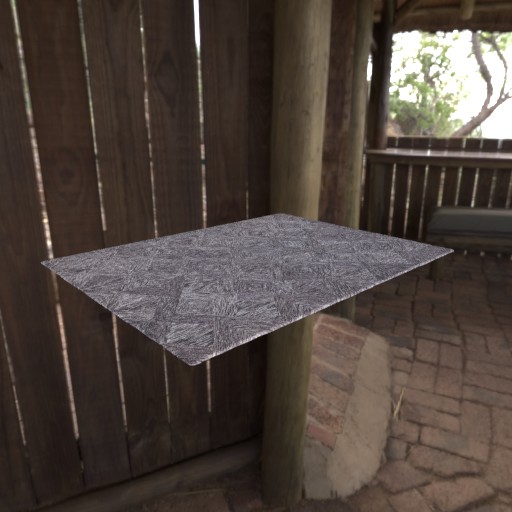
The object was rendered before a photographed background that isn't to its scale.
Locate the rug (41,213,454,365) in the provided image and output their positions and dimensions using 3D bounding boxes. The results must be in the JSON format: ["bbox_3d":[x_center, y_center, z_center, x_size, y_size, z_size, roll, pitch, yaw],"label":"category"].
[{"bbox_3d":[0.000,0.000,4.292,3.204,0.017,2.448,-15,23,-40],"label":"rug"}]
